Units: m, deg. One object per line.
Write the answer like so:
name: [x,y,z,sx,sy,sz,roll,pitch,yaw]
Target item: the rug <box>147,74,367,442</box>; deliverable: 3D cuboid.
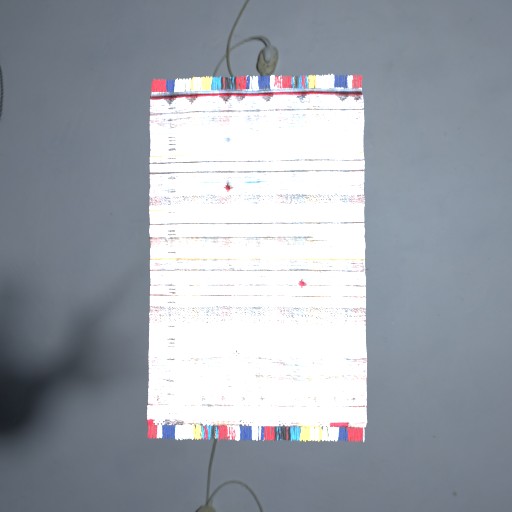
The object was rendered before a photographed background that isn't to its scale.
rug: [0.000,0.000,2.977,1.465,0.012,2.465,0,88,2]
